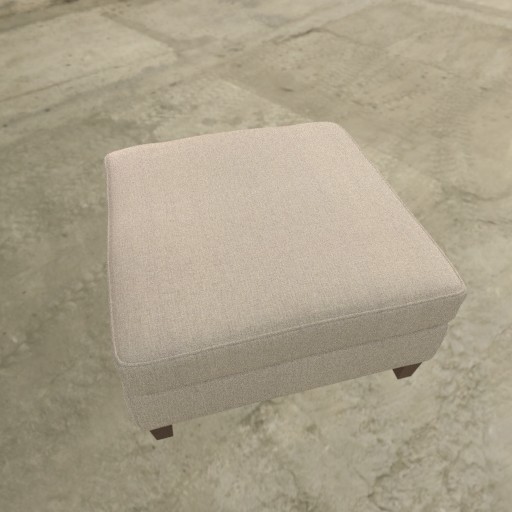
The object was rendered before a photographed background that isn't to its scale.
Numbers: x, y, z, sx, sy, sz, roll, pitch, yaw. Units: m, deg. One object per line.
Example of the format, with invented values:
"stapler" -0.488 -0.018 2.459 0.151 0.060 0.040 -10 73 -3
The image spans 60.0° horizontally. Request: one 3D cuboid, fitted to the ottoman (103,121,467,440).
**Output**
"ottoman" 0.000 0.000 1.360 0.838 0.481 0.838 -11 47 -10
